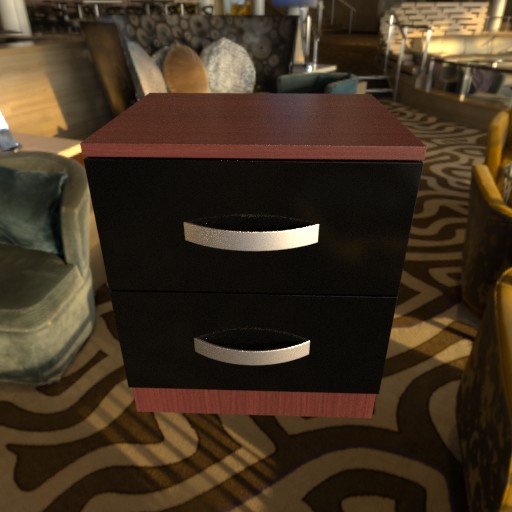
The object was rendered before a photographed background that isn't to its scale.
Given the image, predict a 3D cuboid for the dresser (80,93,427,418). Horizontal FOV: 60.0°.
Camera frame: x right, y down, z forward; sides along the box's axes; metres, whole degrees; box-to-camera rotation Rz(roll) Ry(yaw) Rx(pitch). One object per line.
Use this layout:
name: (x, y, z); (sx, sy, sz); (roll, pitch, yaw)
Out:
dresser: (0.000, 0.000, 0.760); (0.400, 0.470, 0.360); (1, 30, 2)
